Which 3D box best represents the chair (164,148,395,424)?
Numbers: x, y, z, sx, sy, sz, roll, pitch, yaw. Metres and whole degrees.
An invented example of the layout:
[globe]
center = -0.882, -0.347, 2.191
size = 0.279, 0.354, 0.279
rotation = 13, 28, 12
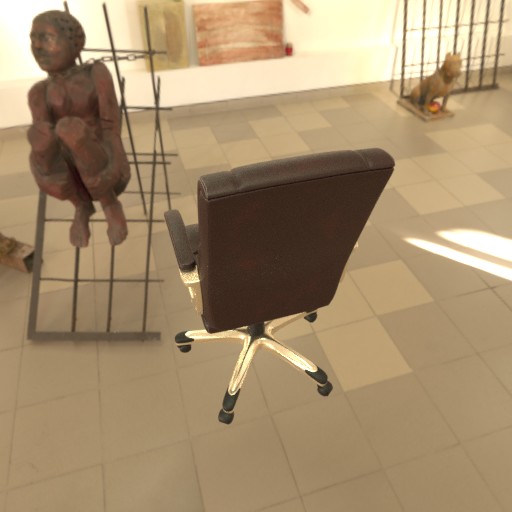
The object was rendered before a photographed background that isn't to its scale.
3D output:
[chair]
center = 0.000, 0.000, 1.572
size = 0.662, 1.107, 0.739
rotation = -12, 43, -13
